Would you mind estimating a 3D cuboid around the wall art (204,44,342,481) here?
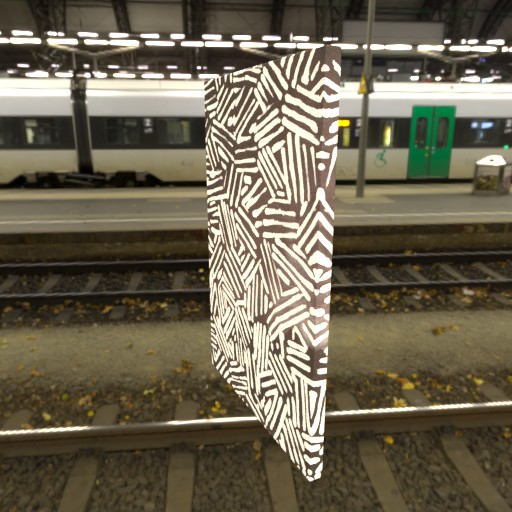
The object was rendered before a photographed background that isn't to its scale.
[{"bbox_3d":[0.000,0.000,1.165,0.035,0.918,0.615,-7,17,-26],"label":"wall art"}]
